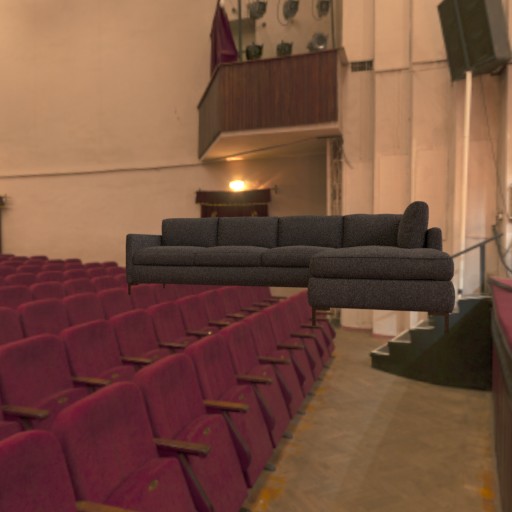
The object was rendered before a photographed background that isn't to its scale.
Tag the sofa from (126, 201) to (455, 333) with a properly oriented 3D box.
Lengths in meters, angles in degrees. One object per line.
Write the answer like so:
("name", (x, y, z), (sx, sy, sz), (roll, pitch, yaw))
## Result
("sofa", (0.000, 0.000, 3.831), (2.949, 0.815, 2.007), (0, 1, 17))
